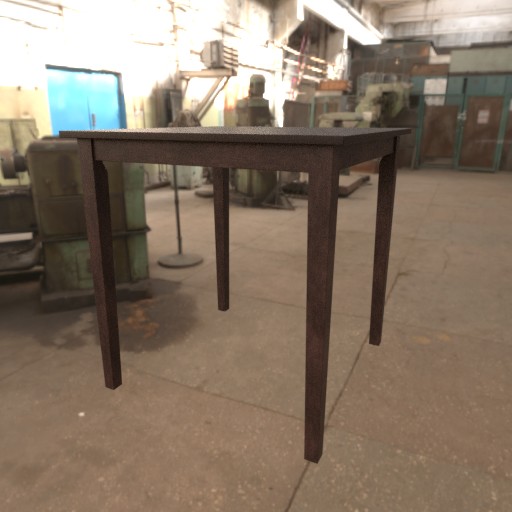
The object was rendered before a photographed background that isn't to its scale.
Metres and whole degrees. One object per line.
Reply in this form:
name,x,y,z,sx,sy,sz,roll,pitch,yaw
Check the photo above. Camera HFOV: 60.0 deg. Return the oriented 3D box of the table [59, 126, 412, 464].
table,0.000,0.000,1.400,0.749,0.770,0.749,9,19,26
